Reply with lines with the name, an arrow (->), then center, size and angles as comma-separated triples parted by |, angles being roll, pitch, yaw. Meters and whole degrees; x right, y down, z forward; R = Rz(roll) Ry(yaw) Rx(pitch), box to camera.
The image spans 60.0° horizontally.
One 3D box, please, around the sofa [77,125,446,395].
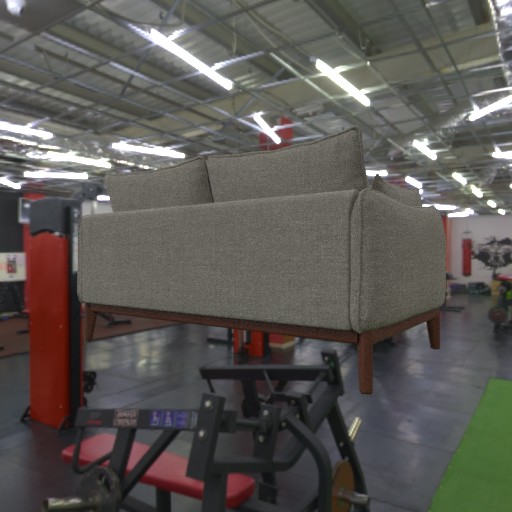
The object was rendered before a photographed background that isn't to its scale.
sofa -> 0.000, 0.000, 2.137 | 1.580, 0.851, 0.972 | 0, 0, 36
